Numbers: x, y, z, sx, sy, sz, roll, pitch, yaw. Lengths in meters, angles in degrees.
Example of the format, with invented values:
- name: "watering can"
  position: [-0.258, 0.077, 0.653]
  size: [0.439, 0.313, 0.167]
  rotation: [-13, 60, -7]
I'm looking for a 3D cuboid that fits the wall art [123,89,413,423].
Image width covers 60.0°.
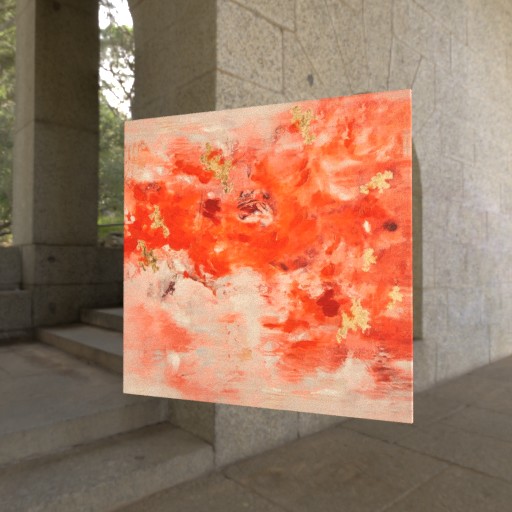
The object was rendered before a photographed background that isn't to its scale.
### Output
- name: "wall art"
  position: [0.000, 0.000, 1.323]
  size: [0.878, 0.878, 0.066]
  rotation: [0, -1, 18]
